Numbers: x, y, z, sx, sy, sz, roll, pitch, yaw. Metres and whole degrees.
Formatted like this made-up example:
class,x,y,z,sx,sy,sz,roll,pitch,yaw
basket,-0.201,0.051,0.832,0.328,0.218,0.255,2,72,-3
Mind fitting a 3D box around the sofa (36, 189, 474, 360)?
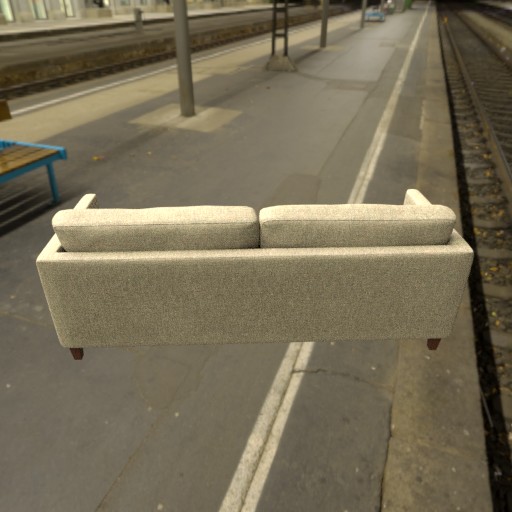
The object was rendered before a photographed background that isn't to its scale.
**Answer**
class,x,y,z,sx,sy,sz,roll,pitch,yaw
sofa,0.000,0.000,2.943,2.434,0.951,0.948,-1,31,-2
